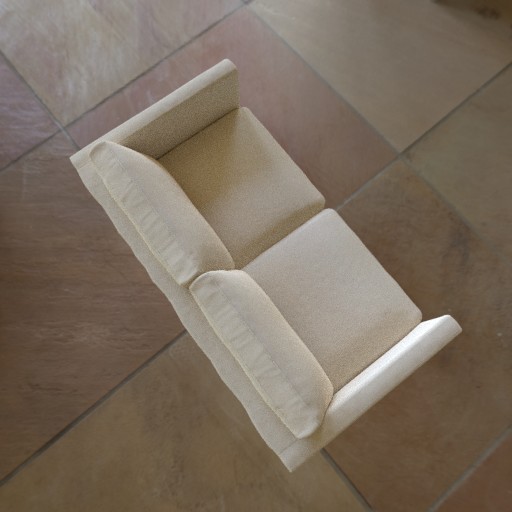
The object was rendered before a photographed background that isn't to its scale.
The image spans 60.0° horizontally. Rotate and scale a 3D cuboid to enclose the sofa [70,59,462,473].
[{"bbox_3d":[0.000,0.000,2.264,0.962,0.834,1.746,-36,78,-9],"label":"sofa"}]
